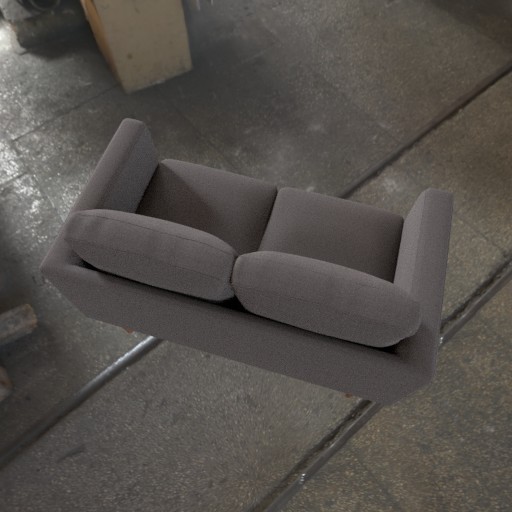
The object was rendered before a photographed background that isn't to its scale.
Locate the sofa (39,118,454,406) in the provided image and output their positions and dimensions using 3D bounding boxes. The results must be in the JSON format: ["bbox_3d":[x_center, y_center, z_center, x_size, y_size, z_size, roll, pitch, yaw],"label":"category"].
[{"bbox_3d":[0.000,0.000,1.887,1.430,0.908,0.796,15,64,7],"label":"sofa"}]
